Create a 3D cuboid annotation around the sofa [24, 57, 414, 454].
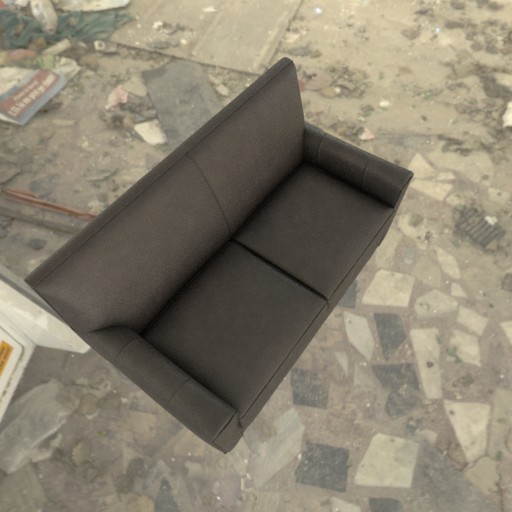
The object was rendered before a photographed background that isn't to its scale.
[{"bbox_3d":[0.000,0.000,1.979,0.787,0.871,1.473,32,63,18],"label":"sofa"}]
